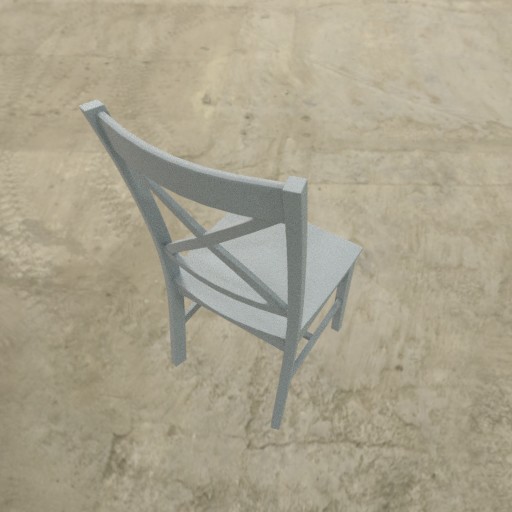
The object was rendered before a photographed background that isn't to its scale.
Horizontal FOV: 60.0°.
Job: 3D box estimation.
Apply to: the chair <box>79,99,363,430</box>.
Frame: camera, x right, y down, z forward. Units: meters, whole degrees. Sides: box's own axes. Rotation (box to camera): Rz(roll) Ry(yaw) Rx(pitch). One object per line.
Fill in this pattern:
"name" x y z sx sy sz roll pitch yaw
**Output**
"chair" 0.000 0.000 1.249 0.485 0.983 0.542 26 52 22
